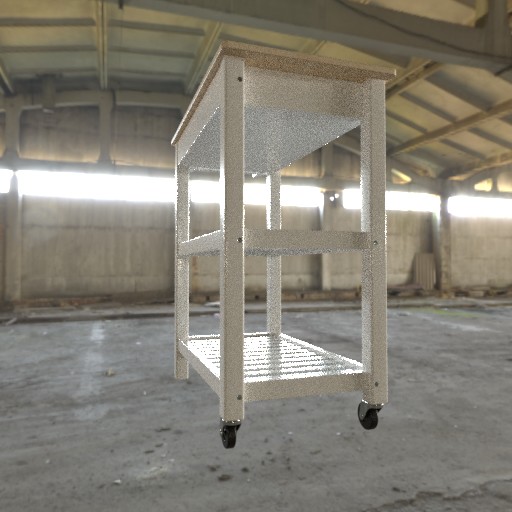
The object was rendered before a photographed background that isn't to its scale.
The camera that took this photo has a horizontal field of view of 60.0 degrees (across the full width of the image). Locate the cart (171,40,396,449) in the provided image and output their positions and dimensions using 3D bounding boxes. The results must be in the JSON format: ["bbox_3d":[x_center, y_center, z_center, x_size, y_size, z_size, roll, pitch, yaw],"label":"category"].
[{"bbox_3d":[0.000,0.000,1.461,0.457,0.927,0.899,1,-2,-19],"label":"cart"}]
